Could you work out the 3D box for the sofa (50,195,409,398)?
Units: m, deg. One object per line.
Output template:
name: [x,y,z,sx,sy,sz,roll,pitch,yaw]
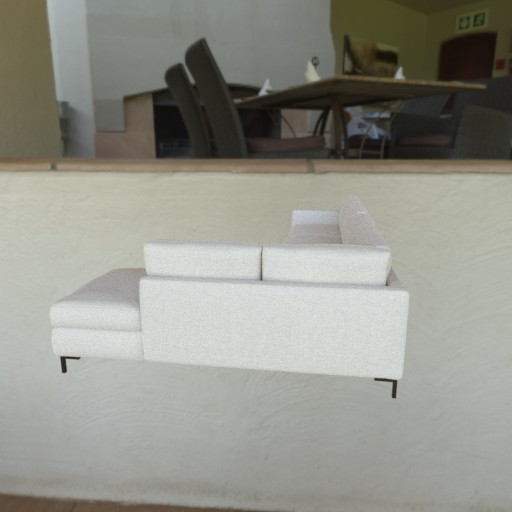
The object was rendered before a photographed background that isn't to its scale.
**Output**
sofa: [0.000,0.000,3.801,2.007,0.815,2.949,2,14,8]
